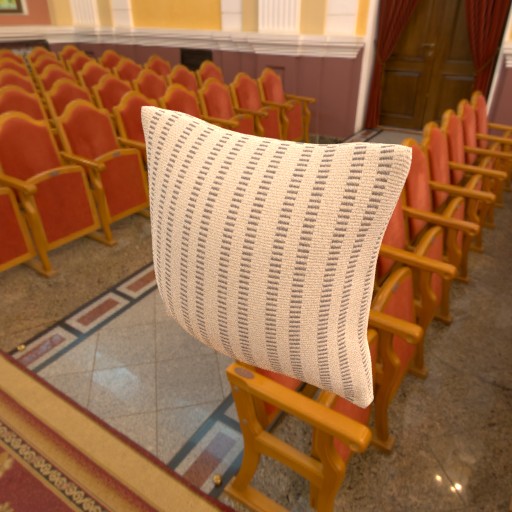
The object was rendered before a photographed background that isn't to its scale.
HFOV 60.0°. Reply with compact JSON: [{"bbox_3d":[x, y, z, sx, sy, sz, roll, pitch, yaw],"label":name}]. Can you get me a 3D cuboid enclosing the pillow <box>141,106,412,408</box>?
[{"bbox_3d":[0.000,0.000,0.705,0.438,0.419,0.247,18,35,29],"label":"pillow"}]
